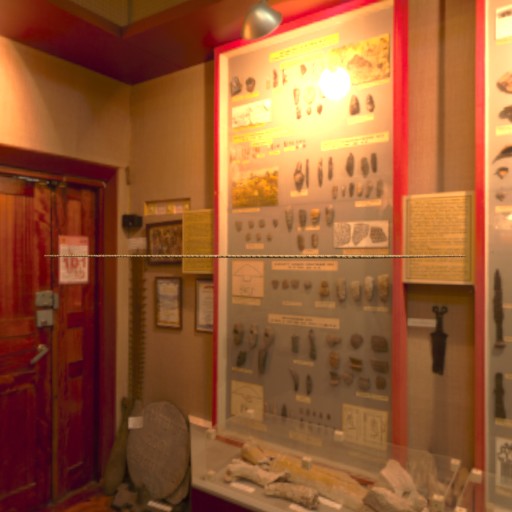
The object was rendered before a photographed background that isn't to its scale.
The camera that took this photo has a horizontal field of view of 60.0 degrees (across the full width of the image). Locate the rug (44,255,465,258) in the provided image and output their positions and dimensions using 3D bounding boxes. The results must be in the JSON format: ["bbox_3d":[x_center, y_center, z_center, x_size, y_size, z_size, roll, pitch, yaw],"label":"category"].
[{"bbox_3d":[0.000,0.000,4.194,3.207,0.014,2.439,0,0,36],"label":"rug"}]
